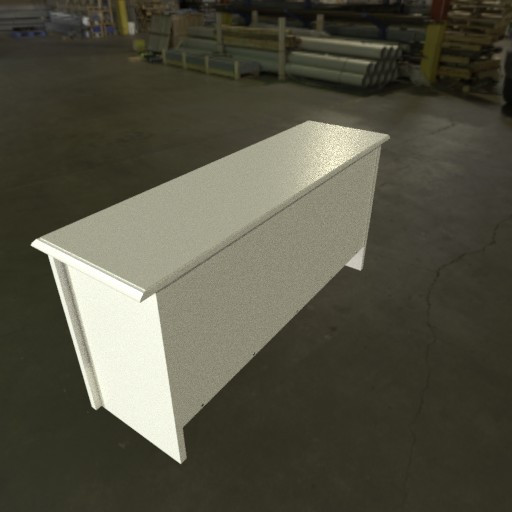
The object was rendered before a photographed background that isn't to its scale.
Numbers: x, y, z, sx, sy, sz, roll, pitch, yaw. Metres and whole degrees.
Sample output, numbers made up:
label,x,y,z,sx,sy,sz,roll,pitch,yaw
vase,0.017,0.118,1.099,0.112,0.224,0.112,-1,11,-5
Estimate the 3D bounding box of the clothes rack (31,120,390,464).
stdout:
label,x,y,z,sx,sy,sz,roll,pitch,yaw
clothes rack,0.000,0.000,1.340,0.324,0.531,1.120,21,37,30
